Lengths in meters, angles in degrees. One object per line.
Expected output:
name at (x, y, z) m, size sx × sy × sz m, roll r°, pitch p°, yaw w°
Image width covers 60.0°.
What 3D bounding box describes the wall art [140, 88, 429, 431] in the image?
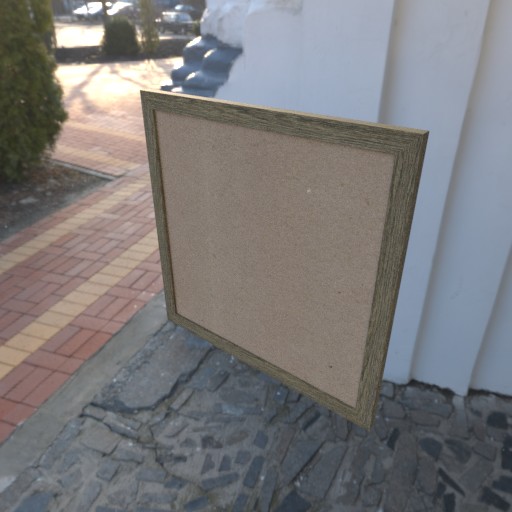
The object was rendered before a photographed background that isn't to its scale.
wall art at (0.000, 0.000, 0.780) m, size 0.508 × 0.508 × 0.019 m, roll 21°, pitch 35°, yaw 32°
